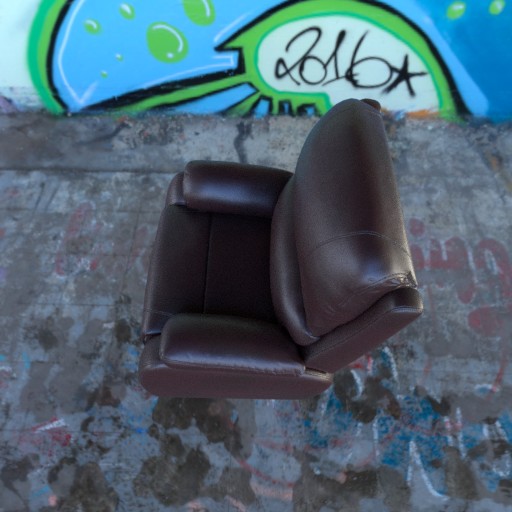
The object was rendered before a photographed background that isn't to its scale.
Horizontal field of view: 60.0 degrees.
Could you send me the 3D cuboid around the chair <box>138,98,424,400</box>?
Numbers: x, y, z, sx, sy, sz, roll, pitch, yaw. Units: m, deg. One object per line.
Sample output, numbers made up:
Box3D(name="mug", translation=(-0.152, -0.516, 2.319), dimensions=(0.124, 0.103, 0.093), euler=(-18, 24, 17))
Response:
Box3D(name="chair", translation=(0.000, 0.000, 1.725), dimensions=(0.899, 1.011, 0.930), euler=(1, 57, 0))
